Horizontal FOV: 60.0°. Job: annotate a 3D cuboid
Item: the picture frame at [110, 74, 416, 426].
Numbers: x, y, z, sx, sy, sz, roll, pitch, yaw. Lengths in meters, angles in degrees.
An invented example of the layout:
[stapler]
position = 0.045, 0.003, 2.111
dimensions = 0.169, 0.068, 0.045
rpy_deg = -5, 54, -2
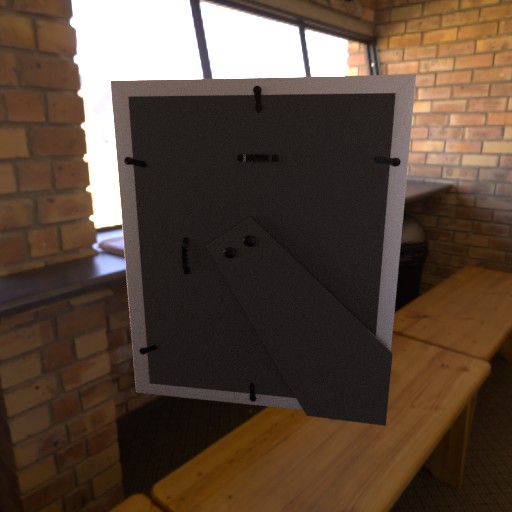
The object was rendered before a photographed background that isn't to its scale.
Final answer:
[picture frame]
position = 0.000, 0.000, 0.378
dimensions = 0.233, 0.282, 0.036
rpy_deg = 3, 16, 10
